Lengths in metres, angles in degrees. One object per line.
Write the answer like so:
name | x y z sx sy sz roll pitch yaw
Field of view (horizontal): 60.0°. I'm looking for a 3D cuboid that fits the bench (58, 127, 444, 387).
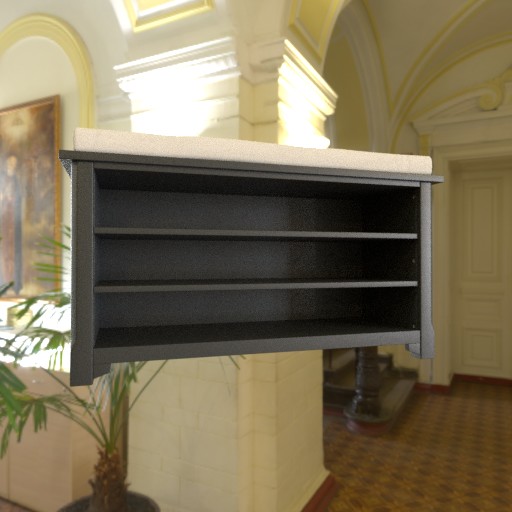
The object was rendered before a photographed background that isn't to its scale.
bench | 0.000 0.000 1.235 0.973 0.561 0.345 0 0 -17
